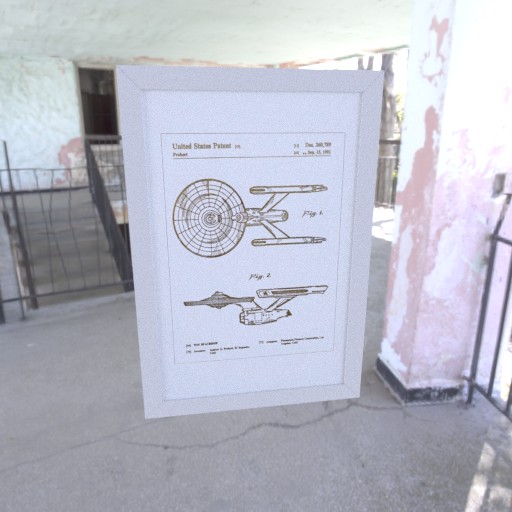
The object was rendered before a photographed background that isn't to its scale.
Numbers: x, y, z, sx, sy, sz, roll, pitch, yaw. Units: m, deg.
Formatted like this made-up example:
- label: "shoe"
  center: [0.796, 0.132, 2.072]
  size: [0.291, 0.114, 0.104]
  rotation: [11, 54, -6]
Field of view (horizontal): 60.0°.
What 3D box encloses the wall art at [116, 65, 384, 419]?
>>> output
- label: "wall art"
  center: [0.000, 0.000, 0.838]
  size: [0.454, 0.659, 0.011]
  rotation: [-3, 17, -9]
